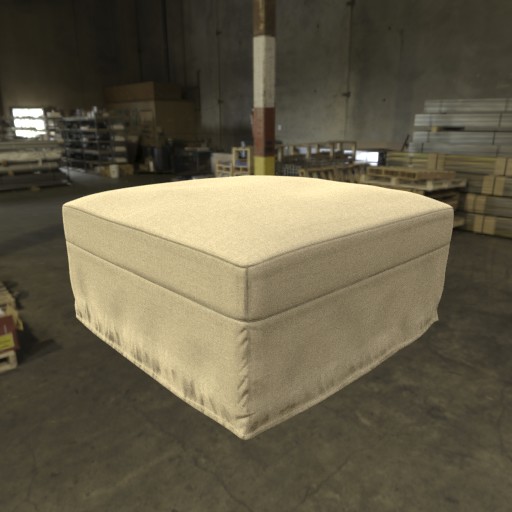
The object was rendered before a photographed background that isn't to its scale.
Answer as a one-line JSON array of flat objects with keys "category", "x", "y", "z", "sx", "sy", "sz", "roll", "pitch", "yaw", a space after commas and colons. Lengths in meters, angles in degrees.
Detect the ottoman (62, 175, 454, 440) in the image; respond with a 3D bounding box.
[{"category": "ottoman", "x": 0.000, "y": 0.000, "z": 1.335, "sx": 0.840, "sy": 0.436, "sz": 0.843, "roll": -15, "pitch": 22, "yaw": -41}]
